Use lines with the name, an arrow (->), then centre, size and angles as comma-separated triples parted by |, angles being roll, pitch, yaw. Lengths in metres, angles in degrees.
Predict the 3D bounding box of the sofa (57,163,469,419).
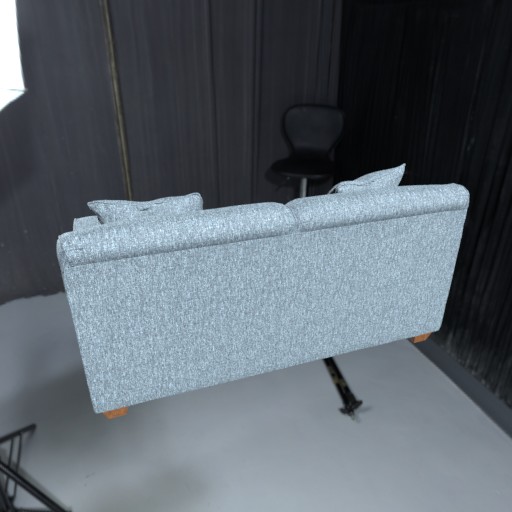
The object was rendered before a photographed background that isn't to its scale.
sofa -> 0.000, 0.000, 2.420 | 1.846, 0.958, 0.998 | -9, 29, -17
